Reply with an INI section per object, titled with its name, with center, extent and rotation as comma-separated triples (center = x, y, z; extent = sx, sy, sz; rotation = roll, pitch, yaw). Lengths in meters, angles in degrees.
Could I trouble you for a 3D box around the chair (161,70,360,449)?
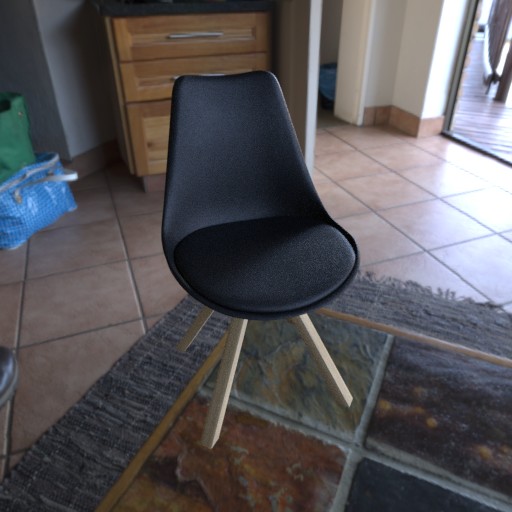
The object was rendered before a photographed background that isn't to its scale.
[chair]
center = 0.000, 0.000, 1.201
extent = 0.485, 0.850, 0.549
rotation = -11, 34, -16
